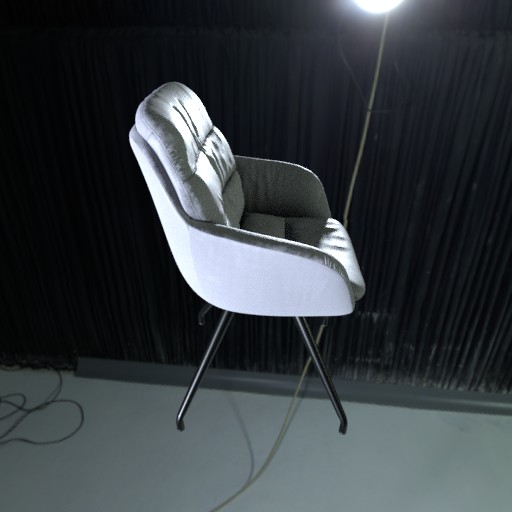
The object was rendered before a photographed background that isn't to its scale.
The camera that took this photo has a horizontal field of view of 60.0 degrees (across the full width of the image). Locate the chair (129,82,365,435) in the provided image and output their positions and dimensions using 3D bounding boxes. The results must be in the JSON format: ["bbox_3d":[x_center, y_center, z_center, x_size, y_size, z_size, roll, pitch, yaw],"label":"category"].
[{"bbox_3d":[0.000,0.000,1.261,0.569,0.888,0.579,1,31,1],"label":"chair"}]
